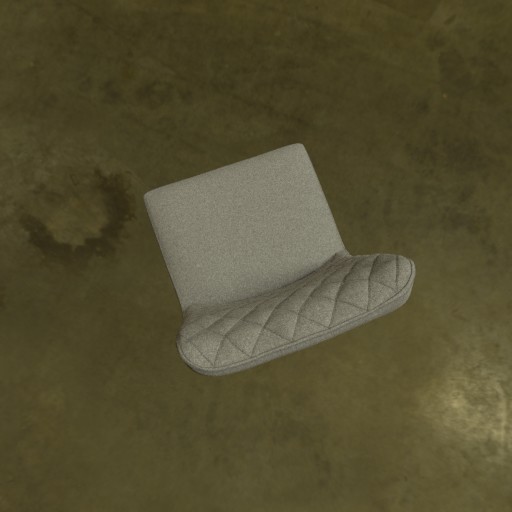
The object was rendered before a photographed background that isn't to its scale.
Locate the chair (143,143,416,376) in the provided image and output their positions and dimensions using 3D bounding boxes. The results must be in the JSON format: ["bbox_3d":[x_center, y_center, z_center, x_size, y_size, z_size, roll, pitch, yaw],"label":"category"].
[{"bbox_3d":[0.000,0.000,1.251,0.508,0.889,0.587,-19,76,-5],"label":"chair"}]
